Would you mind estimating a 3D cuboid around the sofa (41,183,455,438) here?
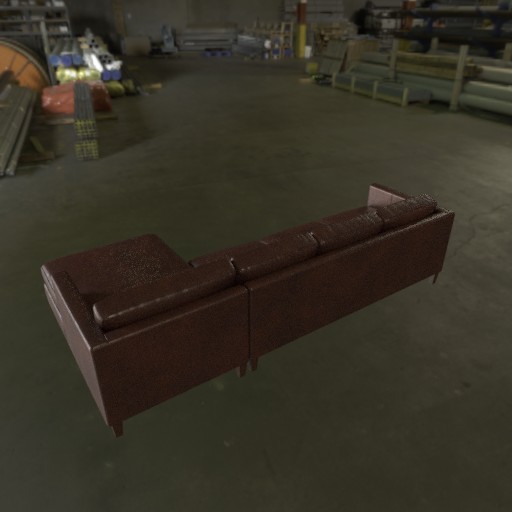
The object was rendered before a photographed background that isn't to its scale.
[{"bbox_3d":[0.000,0.000,3.833,3.203,0.883,1.581,-18,34,-29],"label":"sofa"}]
